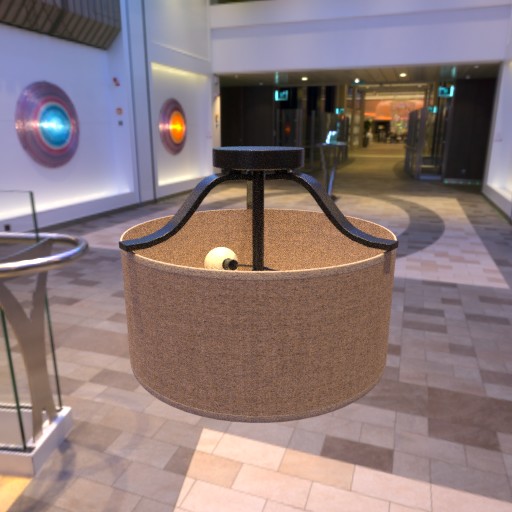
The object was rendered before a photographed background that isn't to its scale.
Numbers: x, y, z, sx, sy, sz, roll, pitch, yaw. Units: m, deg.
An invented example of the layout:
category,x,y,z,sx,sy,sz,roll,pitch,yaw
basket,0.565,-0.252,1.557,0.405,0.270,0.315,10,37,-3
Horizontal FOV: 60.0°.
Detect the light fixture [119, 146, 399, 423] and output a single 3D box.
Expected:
category,x,y,z,sx,sy,sz,roll,pitch,yaw
light fixture,0.000,0.000,0.646,0.390,0.306,0.390,0,16,0
